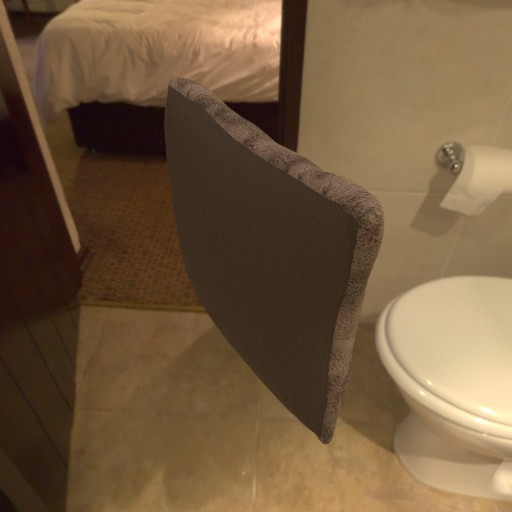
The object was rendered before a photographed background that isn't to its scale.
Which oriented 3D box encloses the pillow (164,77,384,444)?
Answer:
[{"bbox_3d":[0.000,0.000,0.796,0.204,0.520,0.522,-24,46,-25],"label":"pillow"}]
